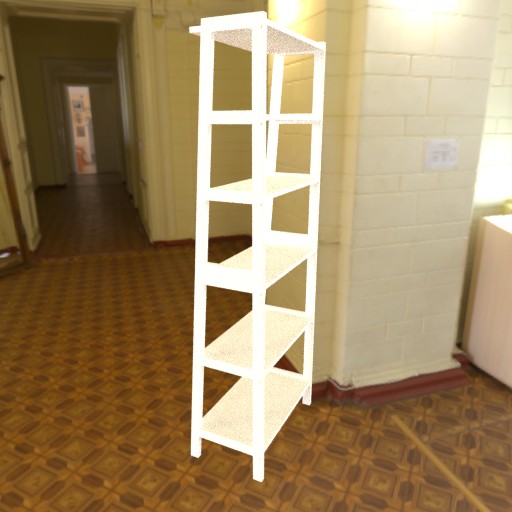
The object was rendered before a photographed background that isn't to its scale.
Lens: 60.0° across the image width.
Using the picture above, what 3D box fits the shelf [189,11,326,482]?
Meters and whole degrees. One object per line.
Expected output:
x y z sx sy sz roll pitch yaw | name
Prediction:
0.000 0.000 2.076 0.381 1.892 0.660 8 19 25 | shelf
